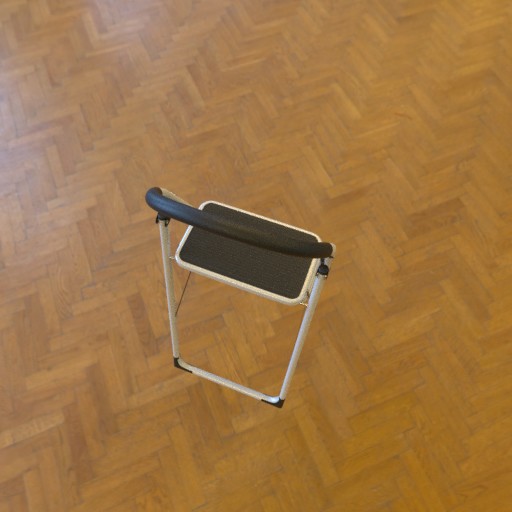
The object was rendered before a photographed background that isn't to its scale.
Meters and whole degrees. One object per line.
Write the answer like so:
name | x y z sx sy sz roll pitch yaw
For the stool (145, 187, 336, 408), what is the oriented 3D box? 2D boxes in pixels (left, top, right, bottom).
stool | 0.000 0.000 1.453 0.485 1.109 0.676 19 64 9
